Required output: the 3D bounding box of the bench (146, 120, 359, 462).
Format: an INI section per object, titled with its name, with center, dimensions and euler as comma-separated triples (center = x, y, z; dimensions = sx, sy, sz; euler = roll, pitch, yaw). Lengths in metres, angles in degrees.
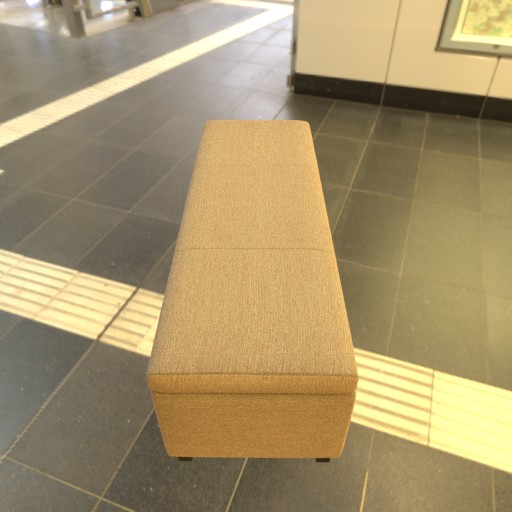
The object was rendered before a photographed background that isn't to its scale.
[bench]
center = 0.000, 0.000, 1.499
dimensions = 0.446, 0.438, 1.269
euler = 0, 40, 0
